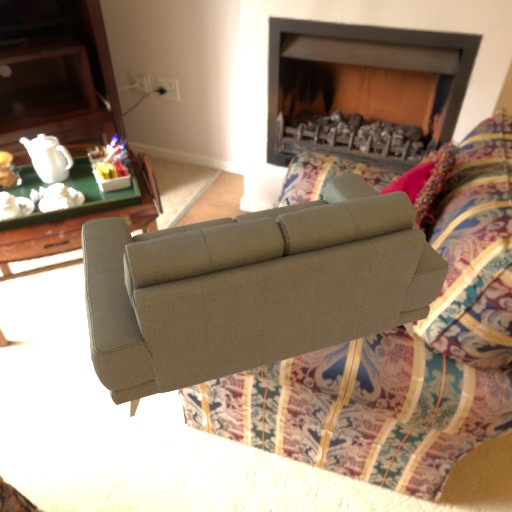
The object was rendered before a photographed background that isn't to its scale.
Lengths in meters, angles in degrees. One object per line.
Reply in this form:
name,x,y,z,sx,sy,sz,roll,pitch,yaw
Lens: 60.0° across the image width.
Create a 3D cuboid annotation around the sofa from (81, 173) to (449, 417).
sofa,0.000,0.000,2.447,1.806,0.907,1.018,-12,41,-14
